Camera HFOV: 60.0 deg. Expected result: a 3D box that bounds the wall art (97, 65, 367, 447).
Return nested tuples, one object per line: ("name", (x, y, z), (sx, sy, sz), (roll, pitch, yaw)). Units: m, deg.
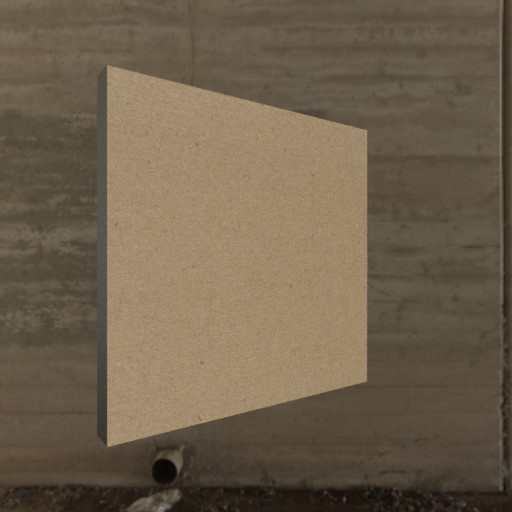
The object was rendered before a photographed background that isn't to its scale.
("wall art", (0.000, 0.000, 0.477), (0.327, 0.318, 0.029), (0, 0, -36))
